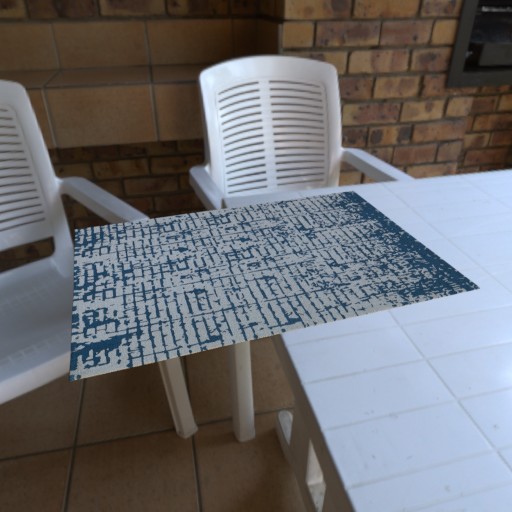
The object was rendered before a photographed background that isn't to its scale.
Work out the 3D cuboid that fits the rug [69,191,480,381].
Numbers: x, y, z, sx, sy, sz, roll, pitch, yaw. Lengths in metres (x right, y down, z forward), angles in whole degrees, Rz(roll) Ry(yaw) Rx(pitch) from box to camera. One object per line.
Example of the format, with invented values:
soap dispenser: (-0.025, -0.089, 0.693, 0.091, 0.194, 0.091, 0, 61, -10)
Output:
rug: (0.000, 0.000, 2.339, 1.828, 0.007, 1.220, -10, 33, -16)
